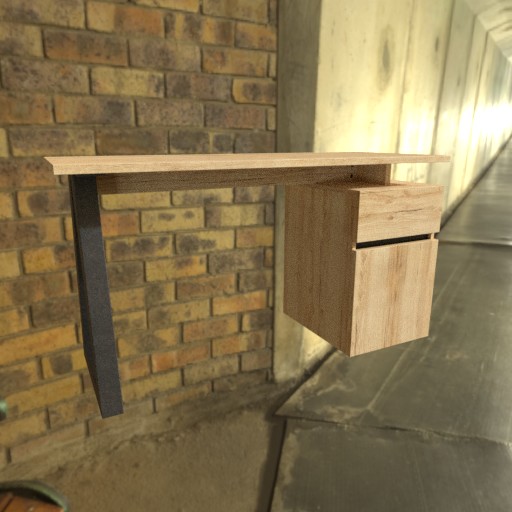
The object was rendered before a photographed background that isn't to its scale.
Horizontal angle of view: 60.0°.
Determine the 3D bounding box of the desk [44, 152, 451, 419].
[{"bbox_3d":[0.000,0.000,1.729,1.400,0.760,0.550,-7,17,-26],"label":"desk"}]
